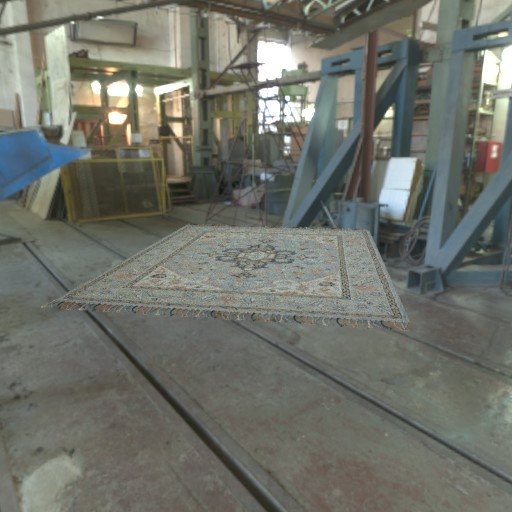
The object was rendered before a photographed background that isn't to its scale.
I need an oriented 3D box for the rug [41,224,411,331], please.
[{"bbox_3d":[0.000,0.000,4.282,2.379,0.011,3.221,2,14,9],"label":"rug"}]
